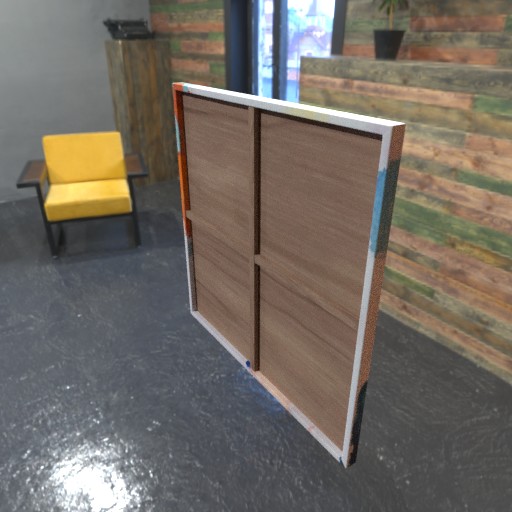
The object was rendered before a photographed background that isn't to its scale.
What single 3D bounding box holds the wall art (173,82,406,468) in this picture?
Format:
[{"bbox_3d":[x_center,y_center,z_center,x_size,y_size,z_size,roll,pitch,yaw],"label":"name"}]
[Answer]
[{"bbox_3d":[0.000,0.000,1.498,0.044,1.017,1.017,-17,32,-31],"label":"wall art"}]
